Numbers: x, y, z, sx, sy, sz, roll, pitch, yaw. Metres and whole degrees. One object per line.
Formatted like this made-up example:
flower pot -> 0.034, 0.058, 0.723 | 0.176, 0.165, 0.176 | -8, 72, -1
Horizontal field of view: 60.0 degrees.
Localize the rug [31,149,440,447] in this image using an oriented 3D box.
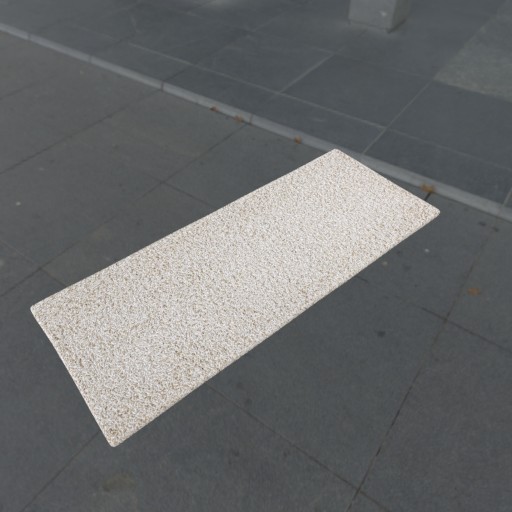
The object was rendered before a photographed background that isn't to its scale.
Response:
rug -> 0.000, 0.000, 1.702 | 1.524, 0.030, 0.609 | -31, 54, -26
